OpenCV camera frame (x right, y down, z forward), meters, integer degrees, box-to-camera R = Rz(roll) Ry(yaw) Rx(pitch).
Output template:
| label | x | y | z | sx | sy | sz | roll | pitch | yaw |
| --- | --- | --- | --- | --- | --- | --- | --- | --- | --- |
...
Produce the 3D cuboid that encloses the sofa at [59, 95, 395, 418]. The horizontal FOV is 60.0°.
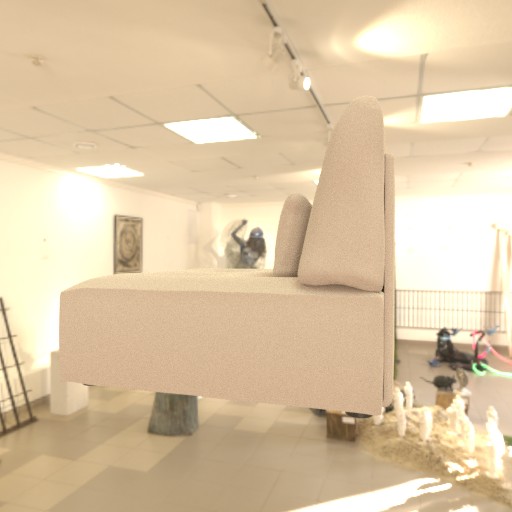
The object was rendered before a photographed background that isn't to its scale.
| label | x | y | z | sx | sy | sz | roll | pitch | yaw |
| --- | --- | --- | --- | --- | --- | --- | --- | --- | --- |
| sofa | 0.000 | 0.000 | 1.675 | 1.000 | 0.828 | 0.935 | 0 | 0 | 18 |
